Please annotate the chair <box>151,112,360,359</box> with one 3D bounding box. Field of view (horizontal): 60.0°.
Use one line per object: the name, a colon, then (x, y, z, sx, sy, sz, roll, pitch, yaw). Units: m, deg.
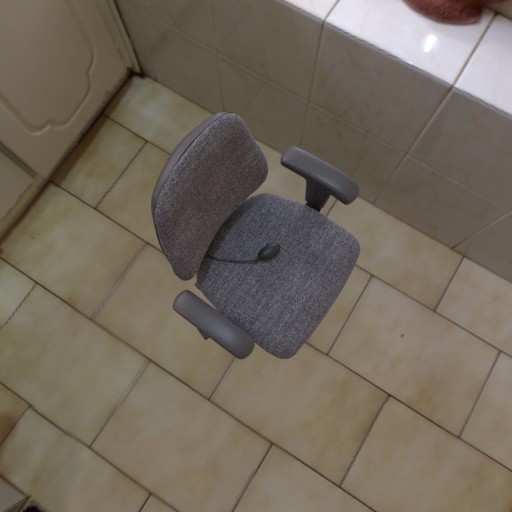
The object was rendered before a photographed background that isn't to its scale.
chair: (0.000, 0.000, 1.247, 0.530, 0.910, 0.550, 34, 78, 8)
